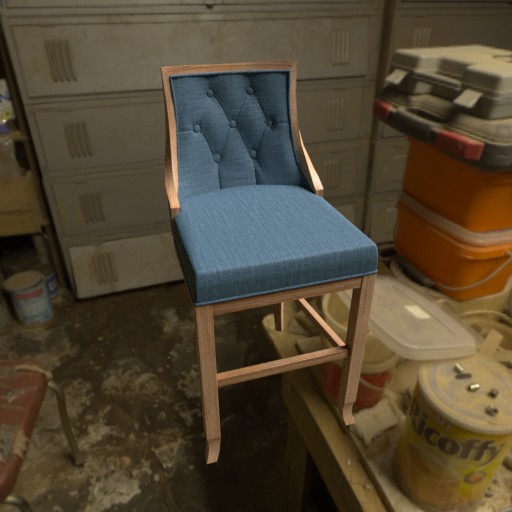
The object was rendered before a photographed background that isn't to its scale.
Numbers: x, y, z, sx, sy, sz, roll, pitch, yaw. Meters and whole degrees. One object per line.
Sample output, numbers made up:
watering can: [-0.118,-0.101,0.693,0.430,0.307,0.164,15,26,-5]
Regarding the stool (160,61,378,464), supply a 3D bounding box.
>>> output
stool: [0.000,0.000,1.454,0.524,1.101,0.626,-9,32,-15]
